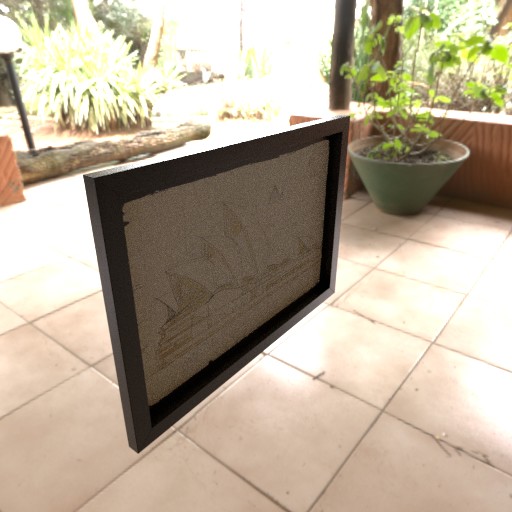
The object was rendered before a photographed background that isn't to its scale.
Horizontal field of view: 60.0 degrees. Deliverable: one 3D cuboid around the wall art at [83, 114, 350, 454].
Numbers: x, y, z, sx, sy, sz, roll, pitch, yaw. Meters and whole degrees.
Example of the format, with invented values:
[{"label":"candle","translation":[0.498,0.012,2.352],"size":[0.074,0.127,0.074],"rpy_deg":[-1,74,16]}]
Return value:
[{"label":"wall art","translation":[0.000,0.000,0.863],"size":[0.027,0.458,0.657],"rpy_deg":[18,31,34]}]
